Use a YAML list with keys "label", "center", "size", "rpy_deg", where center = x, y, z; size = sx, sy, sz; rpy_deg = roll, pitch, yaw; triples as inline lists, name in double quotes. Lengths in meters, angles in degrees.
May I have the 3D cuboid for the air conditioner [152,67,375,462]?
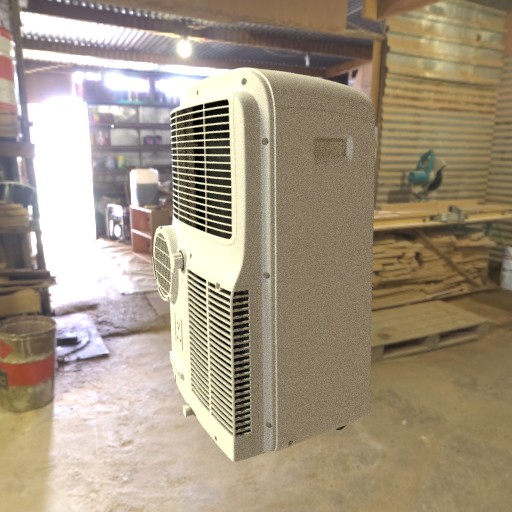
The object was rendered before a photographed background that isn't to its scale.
- label: "air conditioner"
  center: [0.000, 0.000, 0.960]
  size: [0.365, 0.700, 0.454]
  rpy_deg: [-6, 15, -26]
